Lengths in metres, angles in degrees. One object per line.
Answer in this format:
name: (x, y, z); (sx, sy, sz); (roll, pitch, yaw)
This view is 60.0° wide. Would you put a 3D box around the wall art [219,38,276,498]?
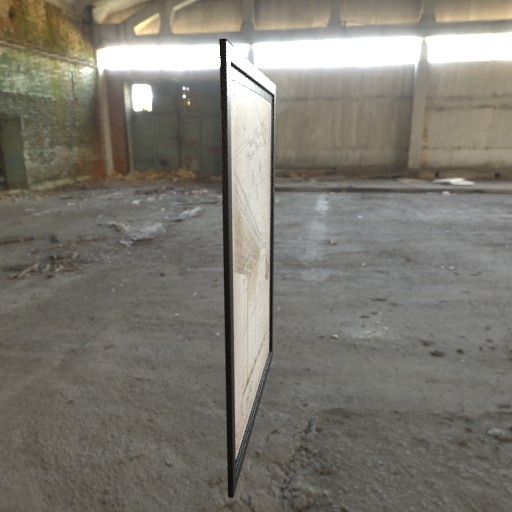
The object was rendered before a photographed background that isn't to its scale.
wall art: (0.000, 0.000, 1.235); (0.013, 0.967, 0.707); (2, 15, 9)
